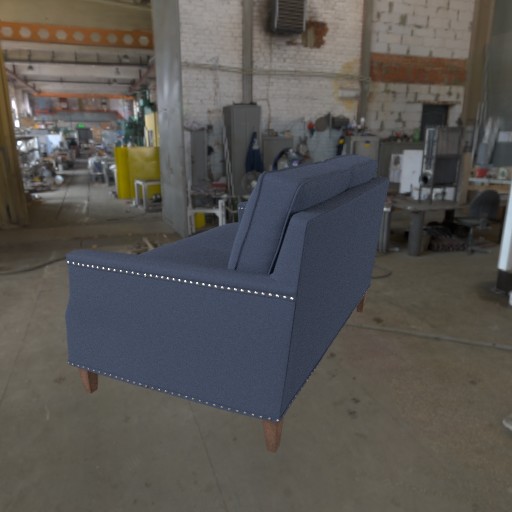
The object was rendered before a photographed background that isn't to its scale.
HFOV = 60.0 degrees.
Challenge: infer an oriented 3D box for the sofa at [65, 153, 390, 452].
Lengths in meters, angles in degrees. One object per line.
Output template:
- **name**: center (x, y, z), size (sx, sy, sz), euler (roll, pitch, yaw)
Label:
- **sofa**: center (0.000, 0.000, 2.289), size (1.084, 1.003, 1.597), euler (7, 17, 24)
